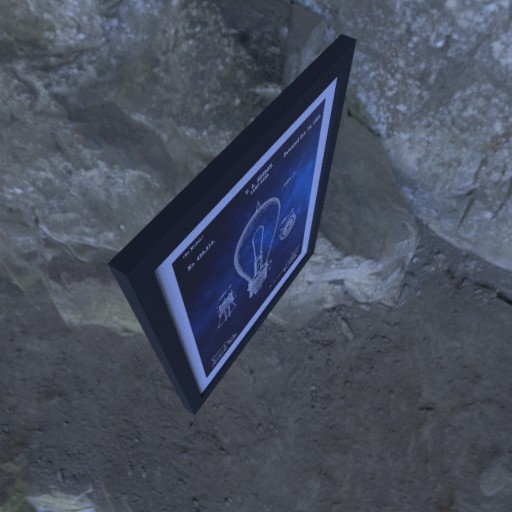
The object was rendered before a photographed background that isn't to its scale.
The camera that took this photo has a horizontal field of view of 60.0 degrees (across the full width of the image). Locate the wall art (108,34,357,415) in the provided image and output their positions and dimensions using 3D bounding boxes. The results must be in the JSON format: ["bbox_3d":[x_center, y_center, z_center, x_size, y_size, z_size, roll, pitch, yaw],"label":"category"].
[{"bbox_3d":[0.000,0.000,0.692,0.023,0.505,0.428,30,62,18],"label":"wall art"}]
